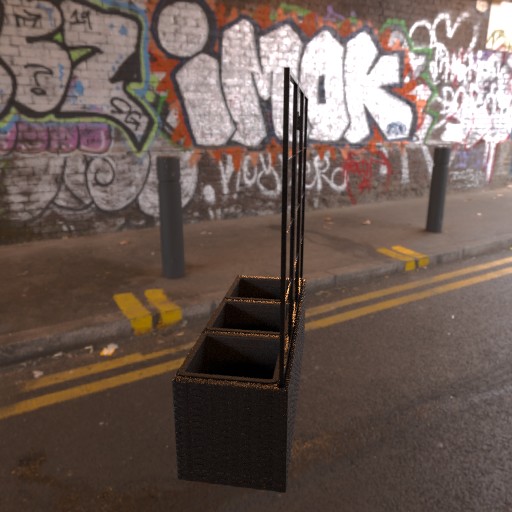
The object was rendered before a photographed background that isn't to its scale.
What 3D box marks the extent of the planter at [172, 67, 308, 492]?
[{"bbox_3d":[0.000,0.000,1.173,0.244,0.841,0.698,3,16,9],"label":"planter"}]
